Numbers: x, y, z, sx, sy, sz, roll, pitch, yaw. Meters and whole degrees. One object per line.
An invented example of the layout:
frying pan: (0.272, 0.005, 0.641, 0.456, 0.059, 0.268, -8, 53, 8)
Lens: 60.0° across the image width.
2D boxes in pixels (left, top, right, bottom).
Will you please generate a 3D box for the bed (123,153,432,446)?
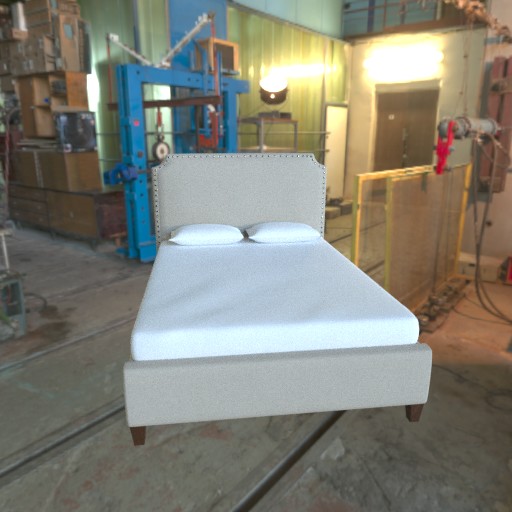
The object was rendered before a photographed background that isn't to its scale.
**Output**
bed: (0.000, 0.000, 3.404, 1.713, 1.443, 2.372, -2, 16, -7)
